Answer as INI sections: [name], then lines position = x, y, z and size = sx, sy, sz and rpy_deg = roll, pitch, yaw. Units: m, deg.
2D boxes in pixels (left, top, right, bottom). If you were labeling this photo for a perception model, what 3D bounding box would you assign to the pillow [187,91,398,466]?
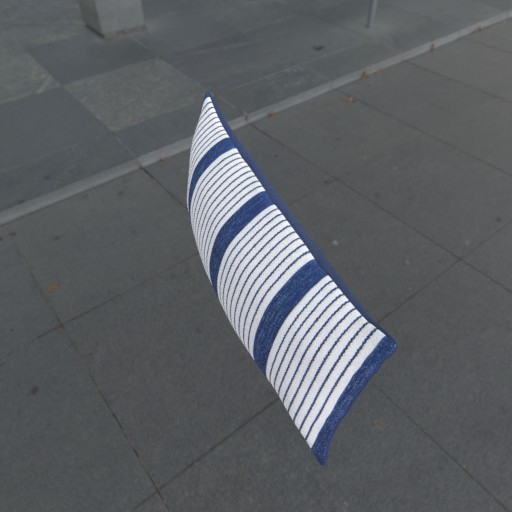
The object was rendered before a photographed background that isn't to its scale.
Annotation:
[pillow]
position = 0.000, 0.000, 0.743
size = 0.156, 0.292, 0.608
rpy_deg = -17, 49, -16
